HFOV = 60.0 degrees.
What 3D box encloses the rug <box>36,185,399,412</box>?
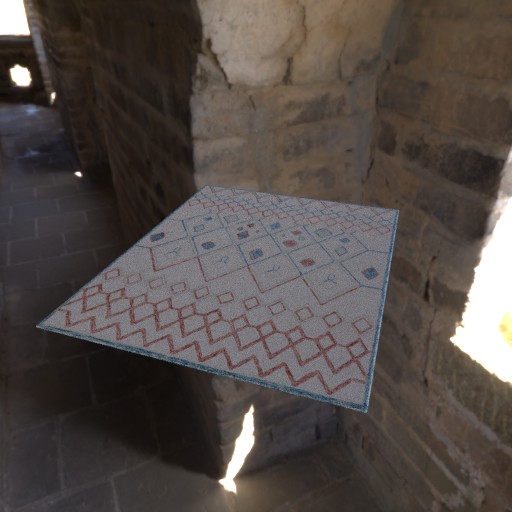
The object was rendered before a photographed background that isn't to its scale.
[{"bbox_3d":[0.000,0.000,4.215,2.441,0.016,3.050,10,32,16],"label":"rug"}]
